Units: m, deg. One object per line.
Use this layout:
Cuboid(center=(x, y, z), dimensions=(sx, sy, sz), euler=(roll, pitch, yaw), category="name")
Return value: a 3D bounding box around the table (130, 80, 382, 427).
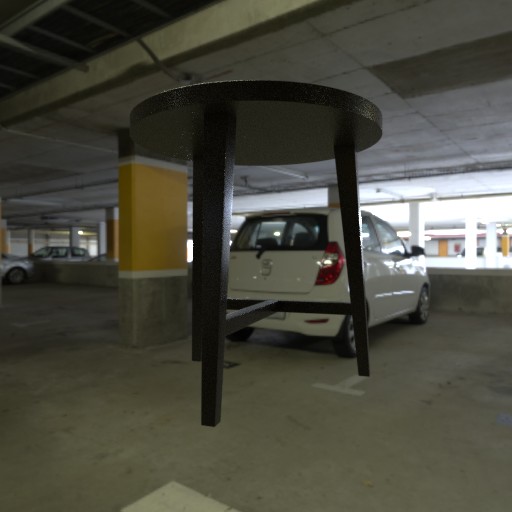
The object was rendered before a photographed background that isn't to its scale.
Cuboid(center=(0.000, 0.000, 0.913), dimensions=(0.500, 0.531, 0.500), euler=(0, 0, 0), category="table")
